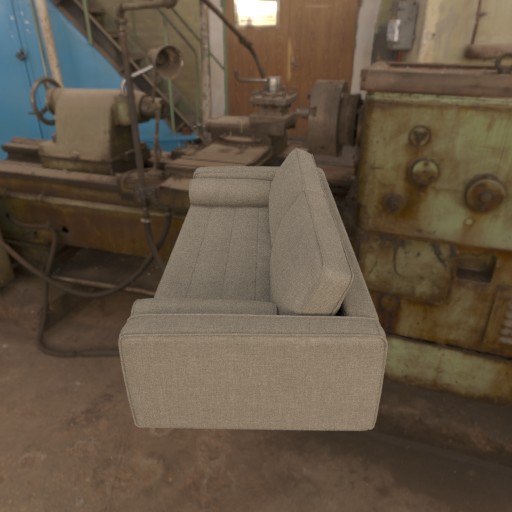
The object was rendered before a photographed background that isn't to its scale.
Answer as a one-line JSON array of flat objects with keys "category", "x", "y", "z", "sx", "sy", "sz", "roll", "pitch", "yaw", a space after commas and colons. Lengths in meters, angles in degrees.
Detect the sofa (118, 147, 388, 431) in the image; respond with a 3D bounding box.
[{"category": "sofa", "x": 0.000, "y": 0.000, "z": 2.341, "sx": 0.914, "sy": 0.762, "sz": 1.879, "roll": 1, "pitch": 28, "yaw": 1}]
